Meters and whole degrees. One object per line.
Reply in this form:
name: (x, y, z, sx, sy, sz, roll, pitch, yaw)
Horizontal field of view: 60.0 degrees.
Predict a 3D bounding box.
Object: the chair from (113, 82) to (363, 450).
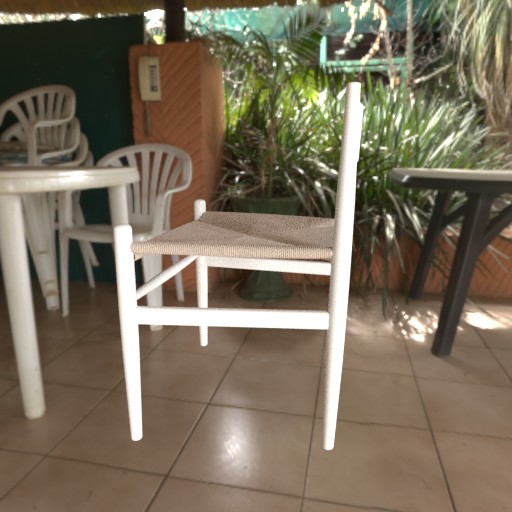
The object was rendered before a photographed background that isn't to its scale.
chair: (0.000, 0.000, 1.135, 0.495, 0.762, 0.556, 2, 13, 10)
